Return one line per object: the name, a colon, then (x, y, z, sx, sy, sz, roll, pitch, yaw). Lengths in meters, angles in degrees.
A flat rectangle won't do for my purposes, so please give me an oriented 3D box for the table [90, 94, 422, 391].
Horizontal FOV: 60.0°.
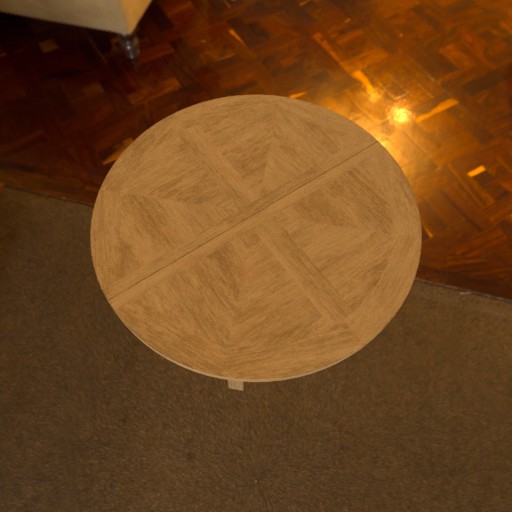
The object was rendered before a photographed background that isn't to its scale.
table: (0.000, 0.000, 2.128, 1.319, 0.762, 1.319, 0, 63, 0)
